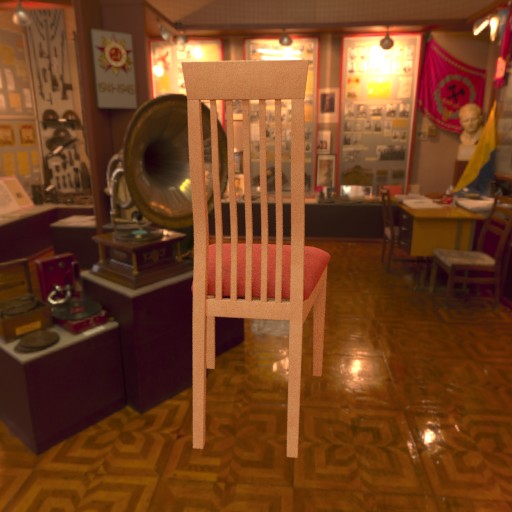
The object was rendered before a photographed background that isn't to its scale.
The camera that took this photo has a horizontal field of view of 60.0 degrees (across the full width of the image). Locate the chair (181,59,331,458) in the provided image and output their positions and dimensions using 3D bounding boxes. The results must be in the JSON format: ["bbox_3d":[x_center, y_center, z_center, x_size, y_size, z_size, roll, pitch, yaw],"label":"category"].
[{"bbox_3d":[0.000,0.000,1.326,0.460,1.027,0.474,2,17,7],"label":"chair"}]
